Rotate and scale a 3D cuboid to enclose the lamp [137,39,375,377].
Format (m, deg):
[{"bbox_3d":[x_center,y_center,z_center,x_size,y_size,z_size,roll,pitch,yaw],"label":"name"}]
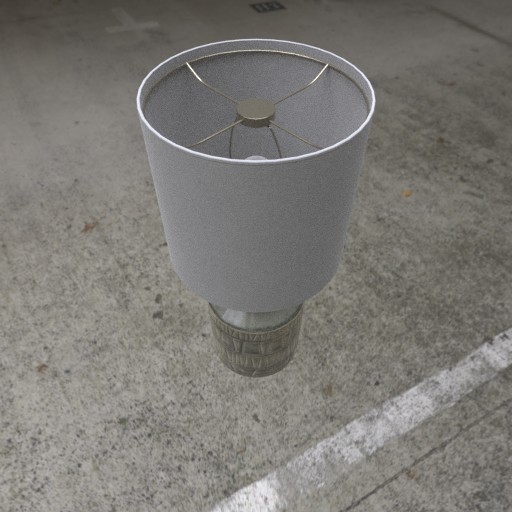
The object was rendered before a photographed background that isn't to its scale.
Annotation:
[{"bbox_3d":[0.000,0.000,0.569,0.211,0.455,0.211,-24,53,-19],"label":"lamp"}]
